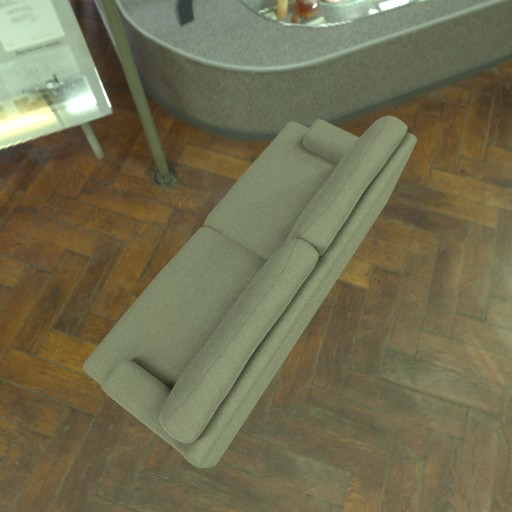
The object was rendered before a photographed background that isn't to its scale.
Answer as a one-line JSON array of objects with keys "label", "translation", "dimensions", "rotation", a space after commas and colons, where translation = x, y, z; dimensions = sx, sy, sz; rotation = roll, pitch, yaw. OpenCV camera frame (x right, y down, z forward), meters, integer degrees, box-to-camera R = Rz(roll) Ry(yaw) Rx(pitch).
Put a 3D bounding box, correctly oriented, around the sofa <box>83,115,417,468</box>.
[{"label": "sofa", "translation": [0.000, 0.000, 2.833], "dimensions": [0.962, 0.980, 2.354], "rotation": [31, 68, 15]}]
